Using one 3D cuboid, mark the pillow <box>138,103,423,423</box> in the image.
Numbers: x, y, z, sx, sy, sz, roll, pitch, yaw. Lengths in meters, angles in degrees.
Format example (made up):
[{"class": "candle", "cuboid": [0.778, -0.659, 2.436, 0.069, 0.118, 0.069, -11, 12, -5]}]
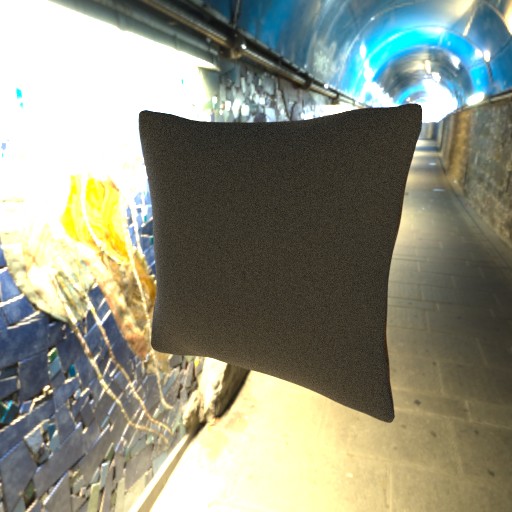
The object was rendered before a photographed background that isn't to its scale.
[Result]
[{"class": "pillow", "cuboid": [0.000, 0.000, 0.654, 0.437, 0.419, 0.136, 9, 18, 28]}]
